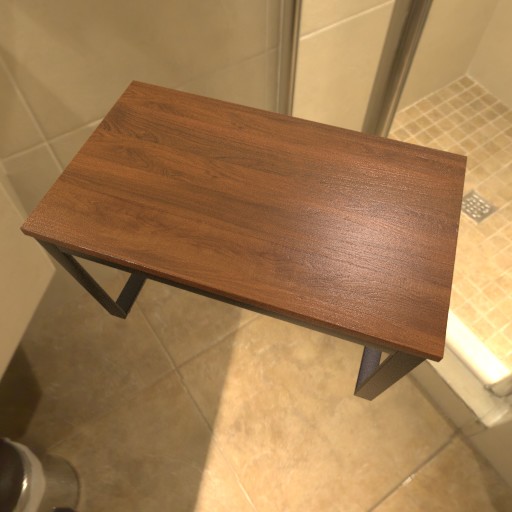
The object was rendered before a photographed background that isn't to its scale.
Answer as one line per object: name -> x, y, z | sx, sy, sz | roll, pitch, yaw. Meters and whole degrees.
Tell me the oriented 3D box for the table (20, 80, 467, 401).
table -> 0.000, 0.000, 1.681 | 1.205, 0.760, 0.714 | 16, 59, 10
